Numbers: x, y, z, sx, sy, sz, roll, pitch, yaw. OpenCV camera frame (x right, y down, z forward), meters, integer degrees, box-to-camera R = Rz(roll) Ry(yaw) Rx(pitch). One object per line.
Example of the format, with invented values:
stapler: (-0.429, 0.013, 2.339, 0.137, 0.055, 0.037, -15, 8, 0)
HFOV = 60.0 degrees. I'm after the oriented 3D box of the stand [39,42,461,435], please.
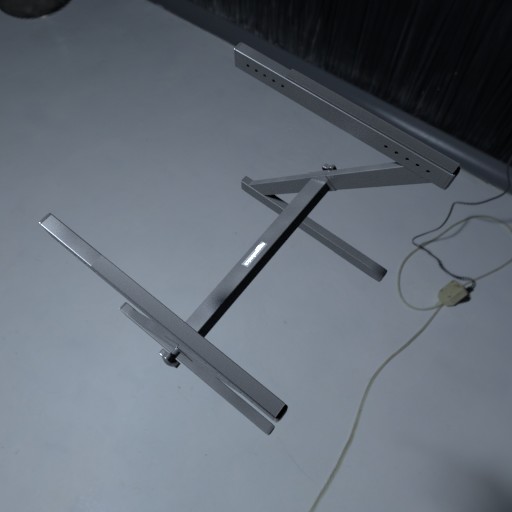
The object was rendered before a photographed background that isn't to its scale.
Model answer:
stand: (0.000, 0.000, 1.157, 0.586, 0.617, 0.700, 36, 71, 15)
